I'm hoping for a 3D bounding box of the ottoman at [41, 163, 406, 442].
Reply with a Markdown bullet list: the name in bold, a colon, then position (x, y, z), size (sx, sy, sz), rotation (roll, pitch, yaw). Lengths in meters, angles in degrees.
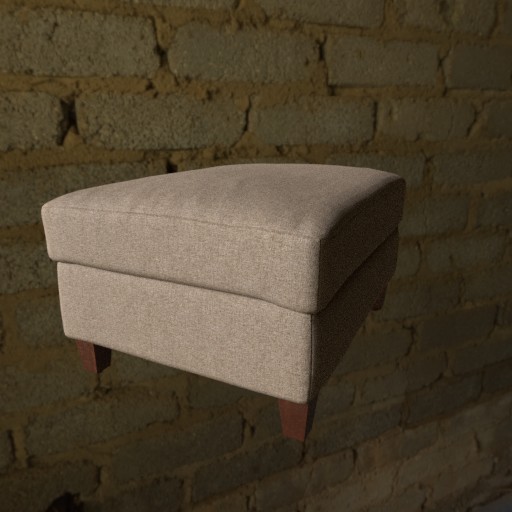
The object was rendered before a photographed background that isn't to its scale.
- **ottoman**: position (0.000, 0.000, 1.282), size (0.692, 0.511, 0.889), rotation (8, 19, 25)
